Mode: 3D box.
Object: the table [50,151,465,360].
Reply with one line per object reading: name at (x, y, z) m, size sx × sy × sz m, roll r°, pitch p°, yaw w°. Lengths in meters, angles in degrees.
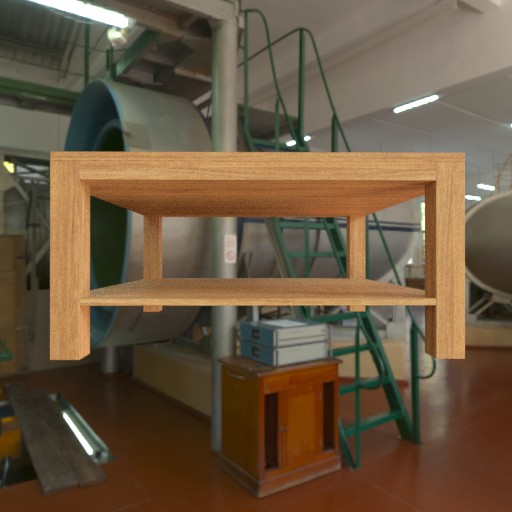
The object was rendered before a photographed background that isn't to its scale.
table at (0.000, 0.000, 1.411) m, size 0.900 × 0.450 × 0.900 m, roll 0°, pitch 0°, yaw -1°
